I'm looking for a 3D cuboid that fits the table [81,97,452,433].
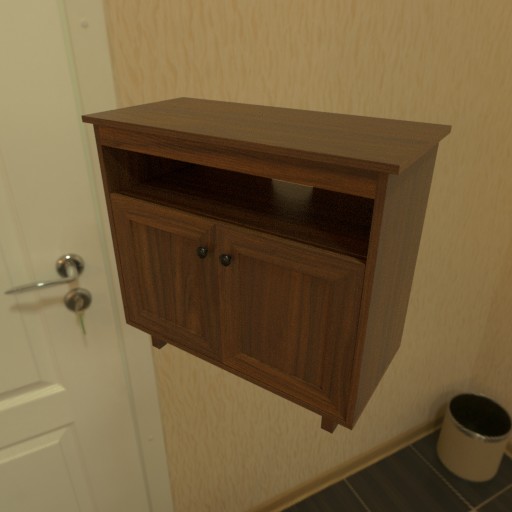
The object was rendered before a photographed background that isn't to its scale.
[{"bbox_3d":[0.000,0.000,1.219,0.802,0.725,0.390,17,32,29],"label":"table"}]
